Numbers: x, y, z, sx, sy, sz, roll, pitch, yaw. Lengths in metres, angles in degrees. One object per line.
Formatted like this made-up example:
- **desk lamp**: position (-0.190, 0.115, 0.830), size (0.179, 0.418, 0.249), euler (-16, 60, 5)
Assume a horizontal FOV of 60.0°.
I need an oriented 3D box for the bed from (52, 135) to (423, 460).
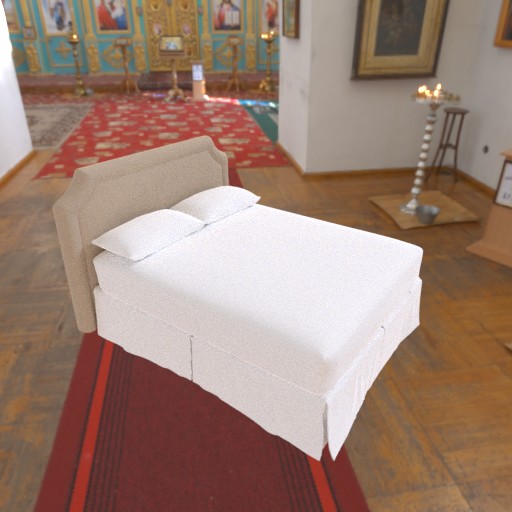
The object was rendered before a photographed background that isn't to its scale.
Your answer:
- **bed**: position (0.000, 0.000, 3.335), size (2.204, 1.301, 1.828), euler (18, 32, 31)
